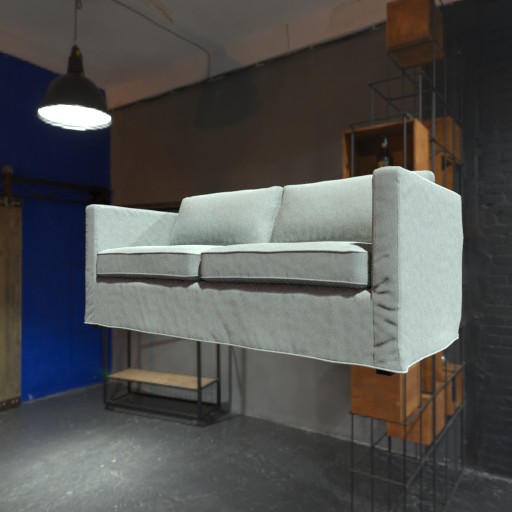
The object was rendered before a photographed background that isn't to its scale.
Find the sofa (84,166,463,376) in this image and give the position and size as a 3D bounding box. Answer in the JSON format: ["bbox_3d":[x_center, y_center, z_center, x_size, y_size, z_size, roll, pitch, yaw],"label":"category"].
[{"bbox_3d":[0.000,0.000,2.486,1.987,0.870,0.940,0,0,37],"label":"sofa"}]
